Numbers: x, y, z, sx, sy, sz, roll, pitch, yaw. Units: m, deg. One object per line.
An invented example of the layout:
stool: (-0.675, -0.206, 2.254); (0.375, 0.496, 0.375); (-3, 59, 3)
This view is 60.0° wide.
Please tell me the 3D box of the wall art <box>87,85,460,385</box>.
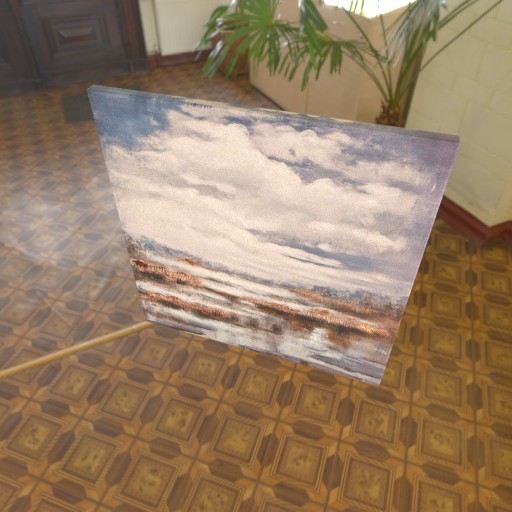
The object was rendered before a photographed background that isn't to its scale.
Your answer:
wall art: (0.000, 0.000, 1.496); (1.010, 1.020, 0.040); (13, 43, 14)
